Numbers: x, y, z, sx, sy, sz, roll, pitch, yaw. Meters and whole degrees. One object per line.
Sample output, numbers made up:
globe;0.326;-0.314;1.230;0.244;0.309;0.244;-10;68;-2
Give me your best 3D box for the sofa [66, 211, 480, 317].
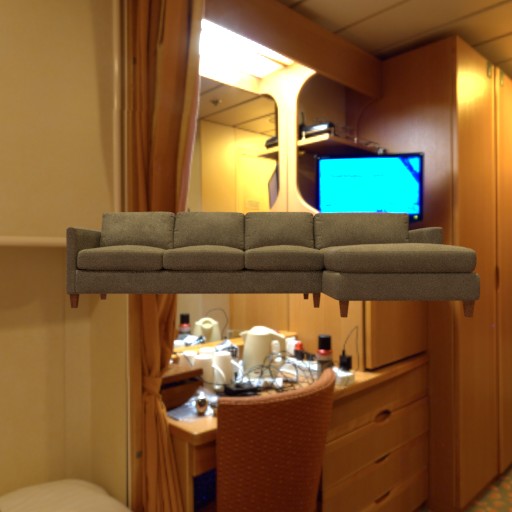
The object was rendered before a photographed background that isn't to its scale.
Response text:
sofa;0.000;0.000;4.145;3.471;0.950;1.604;0;0;-1
